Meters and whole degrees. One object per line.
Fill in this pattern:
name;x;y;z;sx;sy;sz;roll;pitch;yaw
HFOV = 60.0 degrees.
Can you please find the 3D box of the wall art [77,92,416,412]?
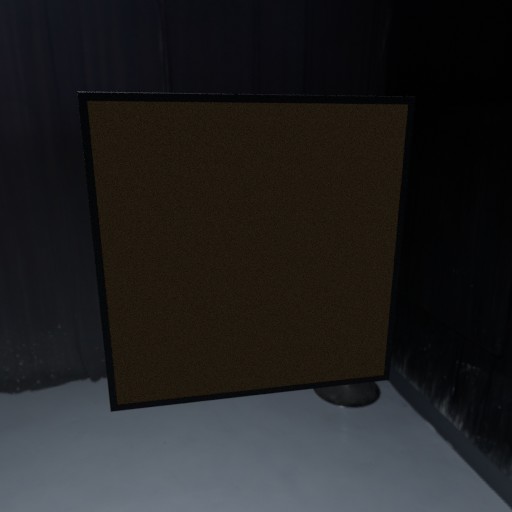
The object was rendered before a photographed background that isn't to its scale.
wall art;0.000;0.000;0.745;0.509;0.509;0.040;-3;16;-11
